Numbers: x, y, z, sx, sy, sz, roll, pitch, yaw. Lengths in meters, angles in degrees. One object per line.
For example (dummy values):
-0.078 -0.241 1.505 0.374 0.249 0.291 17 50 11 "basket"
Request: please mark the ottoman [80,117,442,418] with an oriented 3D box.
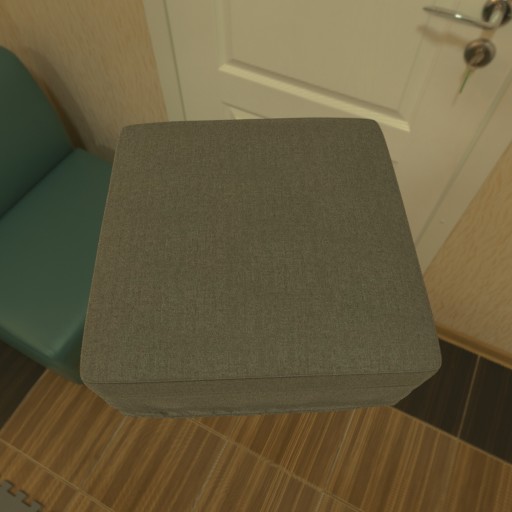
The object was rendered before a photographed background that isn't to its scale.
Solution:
0.000 0.000 1.336 0.843 0.436 0.840 -2 59 -1 "ottoman"
